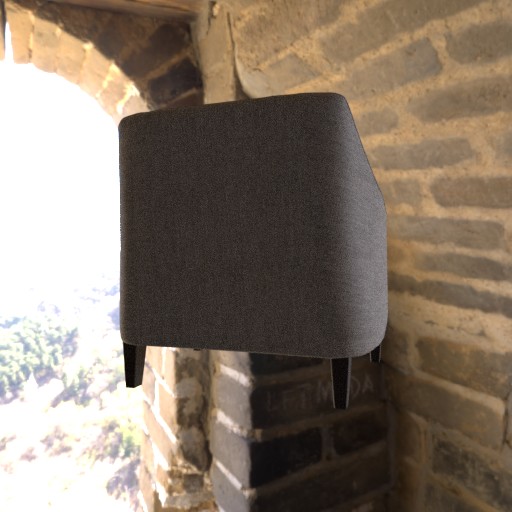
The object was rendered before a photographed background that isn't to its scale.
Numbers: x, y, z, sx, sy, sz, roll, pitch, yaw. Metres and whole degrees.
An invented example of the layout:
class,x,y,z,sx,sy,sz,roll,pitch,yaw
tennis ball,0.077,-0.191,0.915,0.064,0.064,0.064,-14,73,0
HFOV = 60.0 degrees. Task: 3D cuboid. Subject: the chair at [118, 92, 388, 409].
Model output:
class,x,y,z,sx,sy,sz,roll,pitch,yaw
chair,0.000,0.000,1.425,0.796,0.761,0.758,0,-1,18
